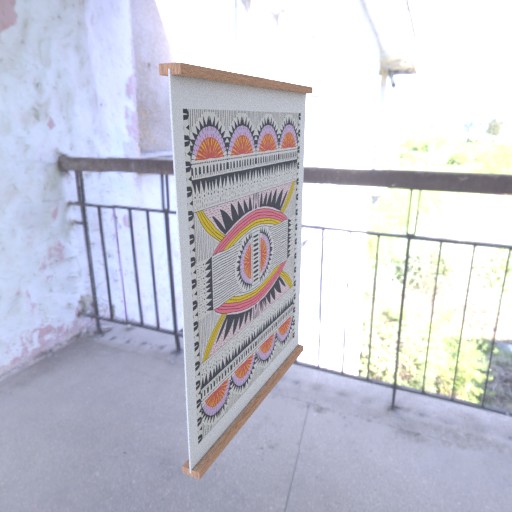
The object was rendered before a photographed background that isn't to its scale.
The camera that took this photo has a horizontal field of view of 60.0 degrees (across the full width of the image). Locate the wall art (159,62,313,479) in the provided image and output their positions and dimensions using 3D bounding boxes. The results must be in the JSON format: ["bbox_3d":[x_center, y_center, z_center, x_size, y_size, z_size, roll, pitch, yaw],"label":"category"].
[{"bbox_3d":[0.000,0.000,0.706,0.028,0.527,0.403,8,19,25],"label":"wall art"}]
